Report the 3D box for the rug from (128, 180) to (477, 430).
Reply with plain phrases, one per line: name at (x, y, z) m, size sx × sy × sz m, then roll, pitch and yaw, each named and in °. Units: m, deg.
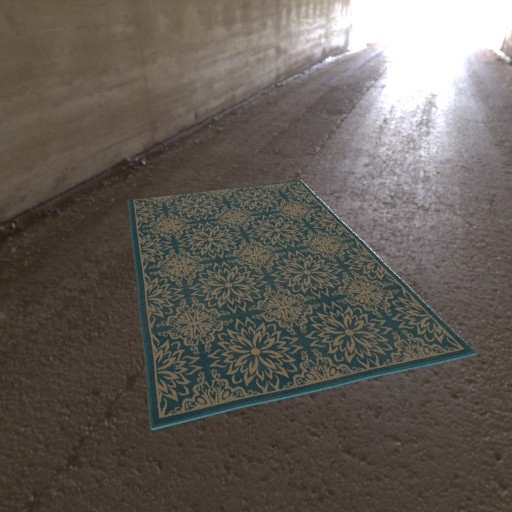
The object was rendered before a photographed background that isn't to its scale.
rug at (0.000, 0.000, 2.279) m, size 1.211 × 0.012 × 1.833 m, roll -9°, pitch 32°, yaw -14°
